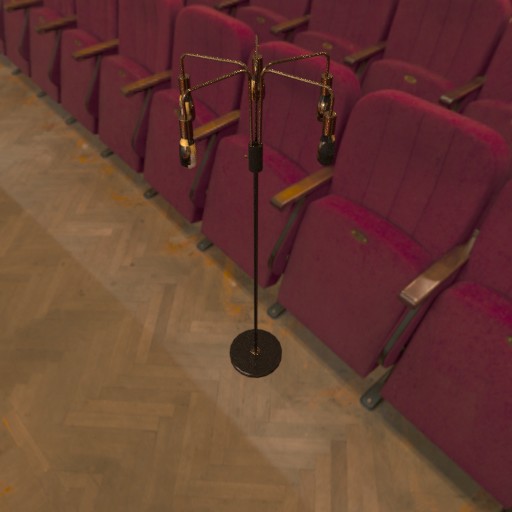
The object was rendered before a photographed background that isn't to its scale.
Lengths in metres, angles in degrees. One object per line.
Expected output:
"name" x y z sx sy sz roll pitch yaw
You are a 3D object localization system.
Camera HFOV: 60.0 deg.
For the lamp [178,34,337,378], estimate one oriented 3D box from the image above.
"lamp" 0.000 0.000 2.005 0.599 1.721 0.572 -31 54 -26
